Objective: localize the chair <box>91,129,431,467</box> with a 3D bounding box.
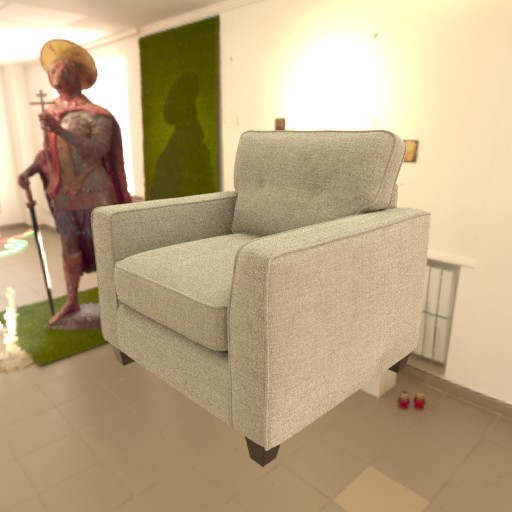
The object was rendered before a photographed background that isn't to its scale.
[{"bbox_3d":[0.000,0.000,1.760,0.939,0.965,1.015,-15,21,-42],"label":"chair"}]
